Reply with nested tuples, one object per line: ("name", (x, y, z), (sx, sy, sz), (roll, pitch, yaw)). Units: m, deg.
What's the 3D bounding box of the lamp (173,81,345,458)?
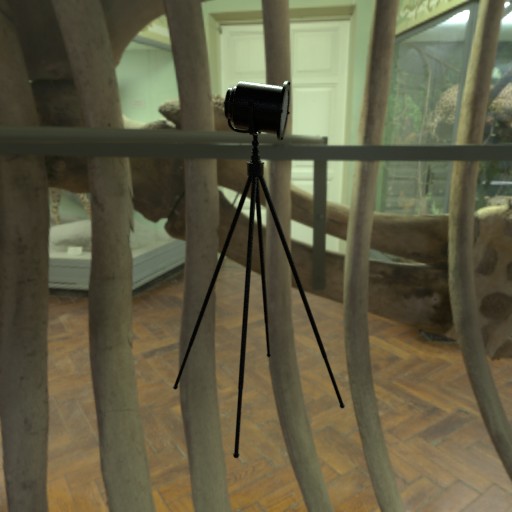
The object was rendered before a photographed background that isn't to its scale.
("lamp", (0.000, 0.000, 2.038), (0.884, 1.504, 0.879), (3, 17, 10))
